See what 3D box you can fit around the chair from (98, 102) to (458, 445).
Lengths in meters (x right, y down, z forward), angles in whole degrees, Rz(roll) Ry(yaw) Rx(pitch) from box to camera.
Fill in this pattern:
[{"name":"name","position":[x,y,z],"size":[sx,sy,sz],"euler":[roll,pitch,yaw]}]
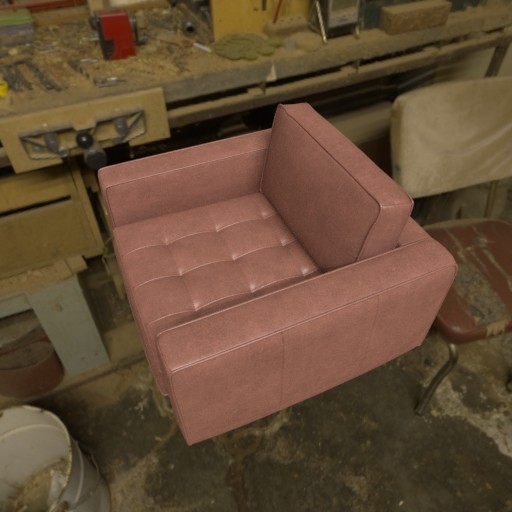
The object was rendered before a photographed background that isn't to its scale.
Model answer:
[{"name":"chair","position":[0.000,0.000,1.538],"size":[0.900,0.770,0.920],"euler":[-18,49,-17]}]
